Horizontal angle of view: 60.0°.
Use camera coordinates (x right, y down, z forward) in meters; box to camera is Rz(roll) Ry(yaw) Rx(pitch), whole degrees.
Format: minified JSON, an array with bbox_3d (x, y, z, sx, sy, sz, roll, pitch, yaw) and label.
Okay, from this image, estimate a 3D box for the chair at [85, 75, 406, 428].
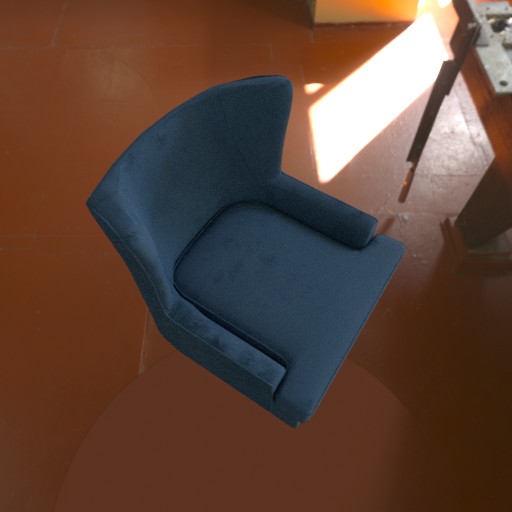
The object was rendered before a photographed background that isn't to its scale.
[{"bbox_3d":[0.000,0.000,1.642,0.910,0.952,0.793,29,63,17],"label":"chair"}]
